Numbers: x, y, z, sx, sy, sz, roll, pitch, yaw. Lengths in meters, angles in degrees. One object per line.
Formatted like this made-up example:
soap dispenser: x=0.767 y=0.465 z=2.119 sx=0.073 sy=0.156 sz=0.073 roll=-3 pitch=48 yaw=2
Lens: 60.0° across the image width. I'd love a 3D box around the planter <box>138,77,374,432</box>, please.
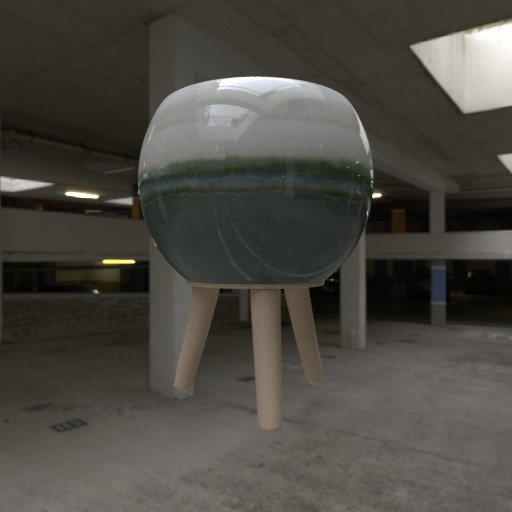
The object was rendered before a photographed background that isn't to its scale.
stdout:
planter: x=0.000 y=0.000 z=0.431 sx=0.222 sy=0.278 sz=0.222 roll=0 pitch=0 yaw=0
